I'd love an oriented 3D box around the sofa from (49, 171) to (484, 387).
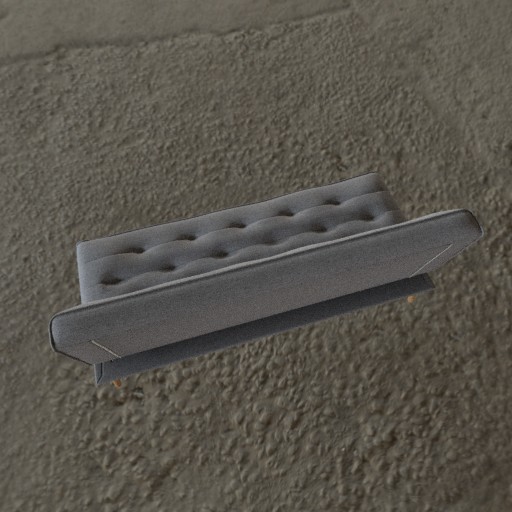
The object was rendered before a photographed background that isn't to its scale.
[{"bbox_3d":[0.000,0.000,2.288,1.820,0.830,0.810,-14,59,-9],"label":"sofa"}]
